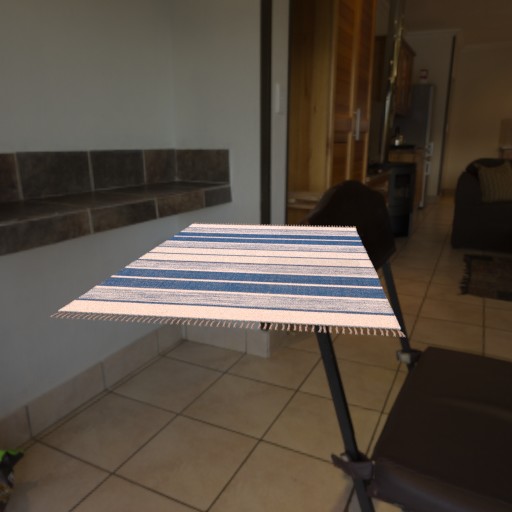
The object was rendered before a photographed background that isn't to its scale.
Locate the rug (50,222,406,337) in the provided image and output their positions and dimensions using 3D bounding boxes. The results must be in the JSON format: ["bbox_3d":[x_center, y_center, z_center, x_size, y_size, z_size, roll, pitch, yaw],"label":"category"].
[{"bbox_3d":[0.000,0.000,3.034,1.532,0.010,2.441,2,14,7],"label":"rug"}]
